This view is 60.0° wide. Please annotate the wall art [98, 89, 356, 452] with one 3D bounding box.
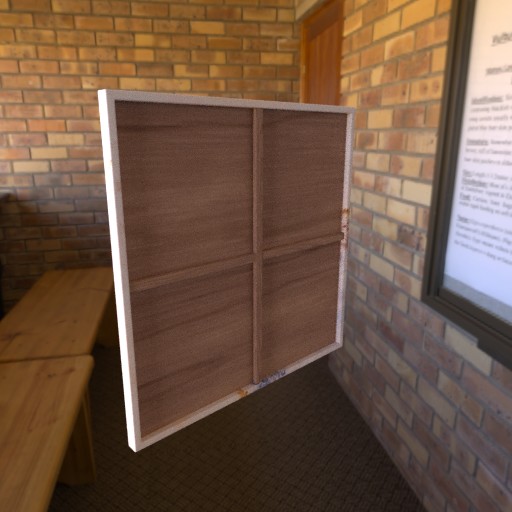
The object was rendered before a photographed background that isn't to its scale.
[{"bbox_3d":[0.000,0.000,1.341,0.889,0.889,0.038,-14,20,-41],"label":"wall art"}]
